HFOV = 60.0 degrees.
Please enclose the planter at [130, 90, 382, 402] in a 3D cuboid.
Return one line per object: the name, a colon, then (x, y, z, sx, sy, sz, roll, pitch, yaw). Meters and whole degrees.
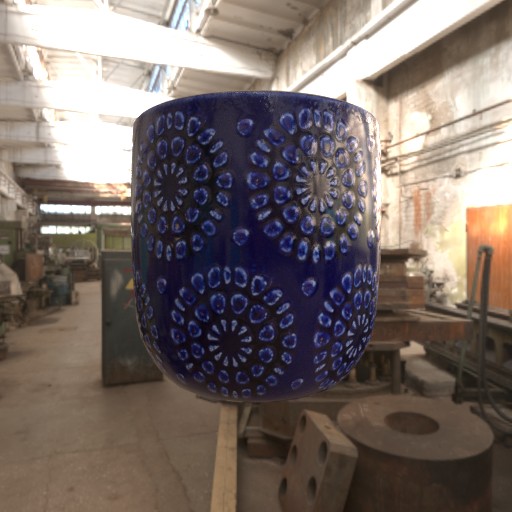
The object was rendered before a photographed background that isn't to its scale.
planter: (0.000, 0.000, 0.201, 0.109, 0.112, 0.109, 0, 0, 0)
